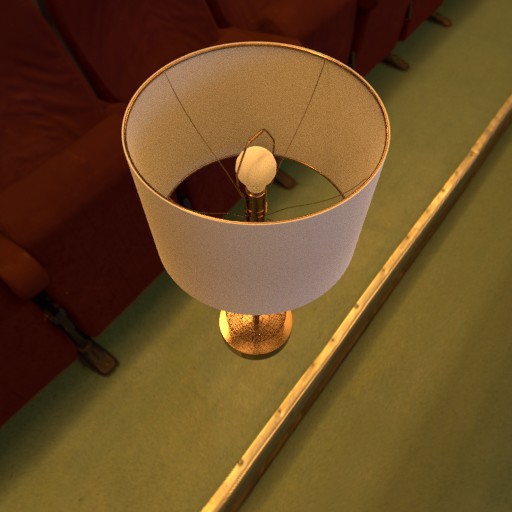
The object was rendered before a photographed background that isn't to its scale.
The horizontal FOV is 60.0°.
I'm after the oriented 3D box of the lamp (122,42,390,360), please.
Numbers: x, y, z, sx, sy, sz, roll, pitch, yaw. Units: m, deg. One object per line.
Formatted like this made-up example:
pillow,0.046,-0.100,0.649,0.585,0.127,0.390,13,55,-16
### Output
lamp,0.000,0.000,0.624,0.252,0.483,0.252,33,63,19
